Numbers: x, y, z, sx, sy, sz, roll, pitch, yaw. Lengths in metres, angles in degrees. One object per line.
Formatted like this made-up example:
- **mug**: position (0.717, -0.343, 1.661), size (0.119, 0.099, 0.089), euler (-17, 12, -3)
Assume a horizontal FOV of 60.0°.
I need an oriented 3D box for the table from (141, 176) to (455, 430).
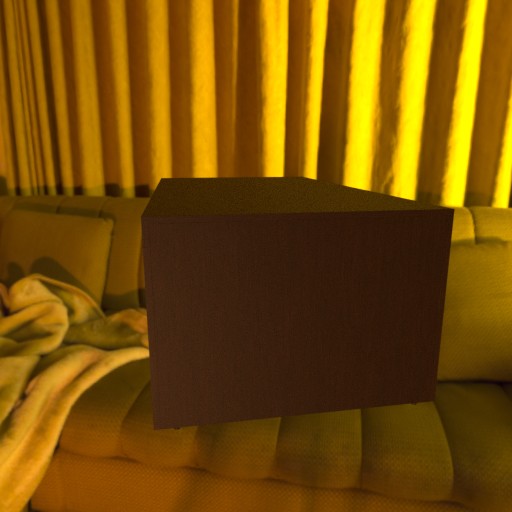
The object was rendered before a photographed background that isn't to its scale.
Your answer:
- **table**: position (0.000, 0.000, 1.393), size (0.597, 0.424, 1.099), euler (-2, 14, -10)
